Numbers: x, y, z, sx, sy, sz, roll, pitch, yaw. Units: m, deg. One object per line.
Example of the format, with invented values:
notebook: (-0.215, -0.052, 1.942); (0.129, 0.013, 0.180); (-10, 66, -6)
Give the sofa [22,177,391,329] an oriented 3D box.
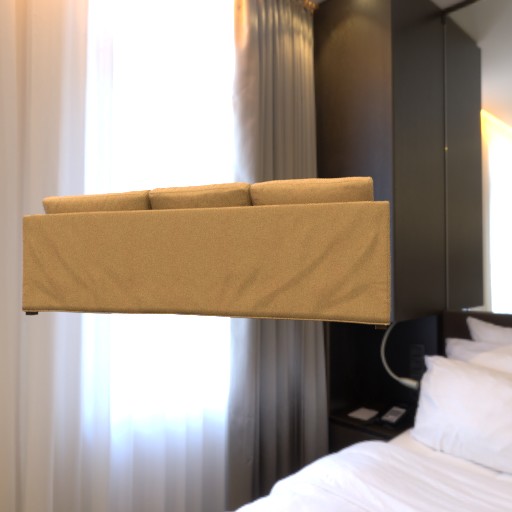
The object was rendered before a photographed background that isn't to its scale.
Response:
sofa: (0.000, 0.000, 4.196); (2.432, 0.871, 3.182); (0, -1, 16)
